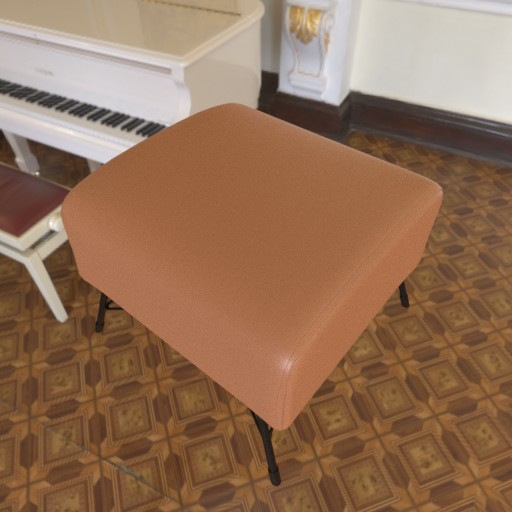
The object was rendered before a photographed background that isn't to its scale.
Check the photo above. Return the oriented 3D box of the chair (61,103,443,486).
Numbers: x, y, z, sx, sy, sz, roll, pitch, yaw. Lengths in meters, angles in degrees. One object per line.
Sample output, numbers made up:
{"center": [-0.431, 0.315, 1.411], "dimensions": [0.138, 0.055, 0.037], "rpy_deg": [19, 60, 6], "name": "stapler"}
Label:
{"center": [0.000, 0.000, 0.895], "dimensions": [0.530, 0.410, 0.530], "rpy_deg": [30, 53, 26], "name": "chair"}
